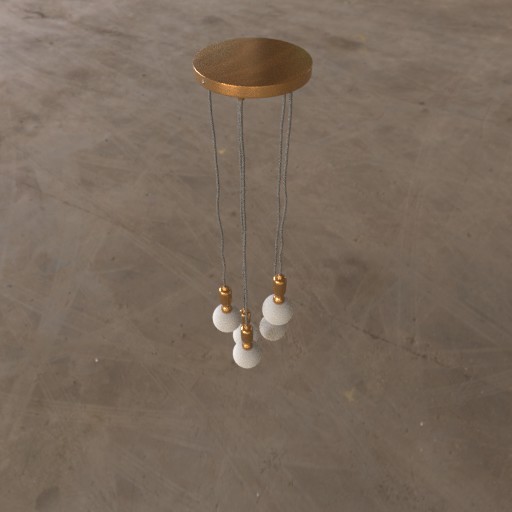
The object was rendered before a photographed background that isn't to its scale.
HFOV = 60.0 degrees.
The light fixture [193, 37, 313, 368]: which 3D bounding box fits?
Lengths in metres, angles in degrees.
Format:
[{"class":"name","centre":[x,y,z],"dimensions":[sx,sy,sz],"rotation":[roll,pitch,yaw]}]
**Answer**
[{"class":"light fixture","centre":[0.000,0.000,0.521],"dimensions":[0.105,0.457,0.108],"rotation":[-31,53,-26]}]
